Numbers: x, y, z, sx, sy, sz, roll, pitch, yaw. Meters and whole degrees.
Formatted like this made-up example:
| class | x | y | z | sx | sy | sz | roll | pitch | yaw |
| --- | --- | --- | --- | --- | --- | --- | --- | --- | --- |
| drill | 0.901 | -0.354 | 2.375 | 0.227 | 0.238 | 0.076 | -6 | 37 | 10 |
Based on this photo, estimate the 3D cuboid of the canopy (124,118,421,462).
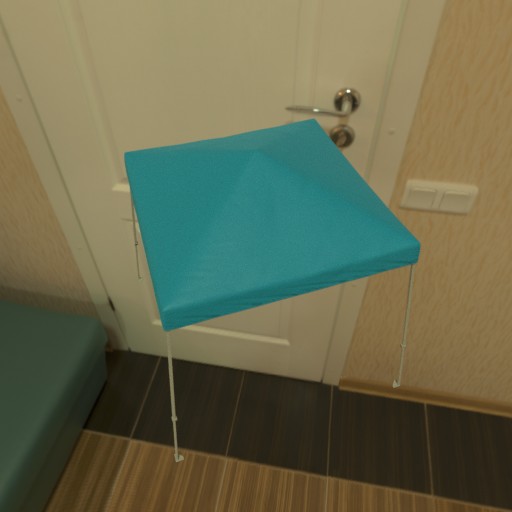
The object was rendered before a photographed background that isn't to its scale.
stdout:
| class | x | y | z | sx | sy | sz | roll | pitch | yaw |
| --- | --- | --- | --- | --- | --- | --- | --- | --- | --- |
| canopy | 0.000 | 0.000 | 6.499 | 3.599 | 3.600 | 3.600 | -14 | 48 | -13 |
